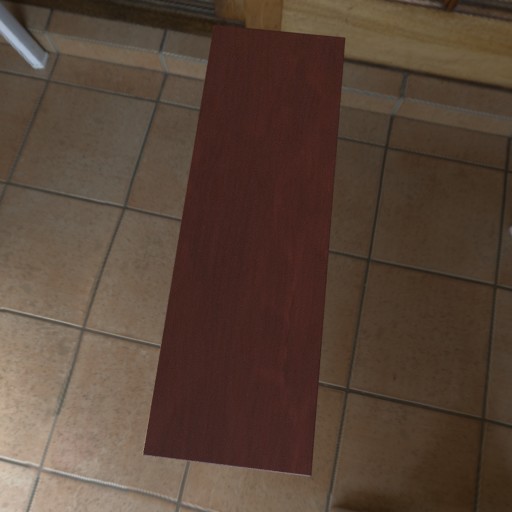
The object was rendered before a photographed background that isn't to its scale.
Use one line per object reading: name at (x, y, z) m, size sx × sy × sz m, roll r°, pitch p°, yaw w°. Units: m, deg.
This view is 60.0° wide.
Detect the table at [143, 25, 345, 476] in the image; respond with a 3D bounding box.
table at (0.000, 0.000, 1.515) m, size 0.392 × 0.739 × 1.188 m, roll 6°, pitch 76°, yaw 2°
